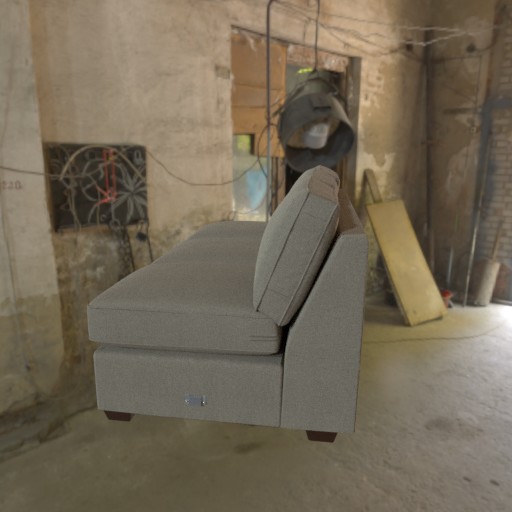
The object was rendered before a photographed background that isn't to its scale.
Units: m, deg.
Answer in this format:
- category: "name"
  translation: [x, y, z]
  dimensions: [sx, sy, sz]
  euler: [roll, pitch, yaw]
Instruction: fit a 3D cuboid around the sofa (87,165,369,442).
- category: "sofa"
  translation: [0.000, 0.000, 2.696]
  dimensions: [1.127, 1.036, 2.092]
  euler: [2, 14, 8]
